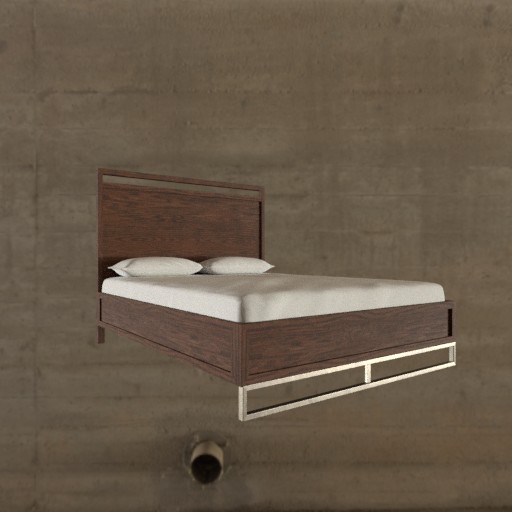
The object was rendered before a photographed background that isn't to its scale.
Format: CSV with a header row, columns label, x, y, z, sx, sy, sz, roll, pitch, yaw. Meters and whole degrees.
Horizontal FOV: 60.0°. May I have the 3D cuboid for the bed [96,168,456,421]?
label,x,y,z,sx,sy,sz,roll,pitch,yaw
bed,0.000,0.000,3.401,1.765,1.487,2.218,0,0,-36
